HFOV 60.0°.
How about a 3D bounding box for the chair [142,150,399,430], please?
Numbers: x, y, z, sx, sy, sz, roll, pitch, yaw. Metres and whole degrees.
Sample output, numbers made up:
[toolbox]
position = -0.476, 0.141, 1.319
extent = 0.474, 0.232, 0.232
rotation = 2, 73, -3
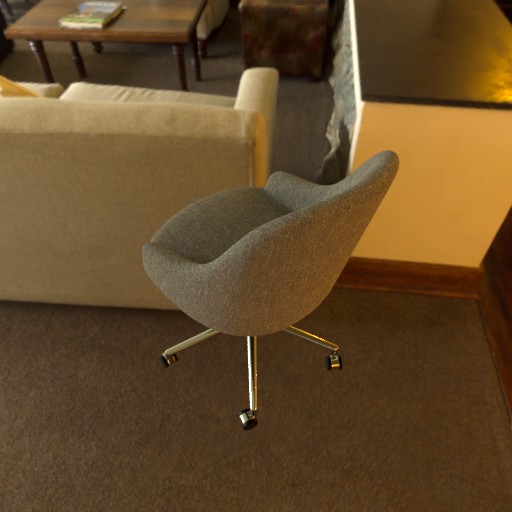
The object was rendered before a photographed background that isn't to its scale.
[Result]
[chair]
position = 0.000, 0.000, 1.398
extent = 0.671, 0.950, 0.712
rotation = -33, 55, -28
